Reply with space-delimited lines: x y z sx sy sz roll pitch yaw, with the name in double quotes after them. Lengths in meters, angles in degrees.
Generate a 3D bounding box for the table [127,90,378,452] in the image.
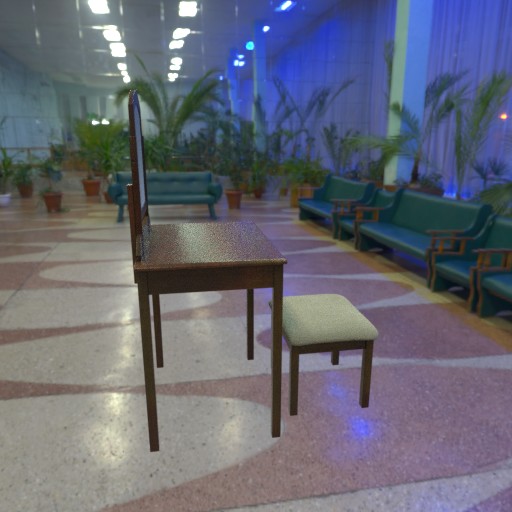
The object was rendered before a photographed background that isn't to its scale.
0.000 0.000 2.346 1.211 1.631 0.876 -3 16 -10 "table"
